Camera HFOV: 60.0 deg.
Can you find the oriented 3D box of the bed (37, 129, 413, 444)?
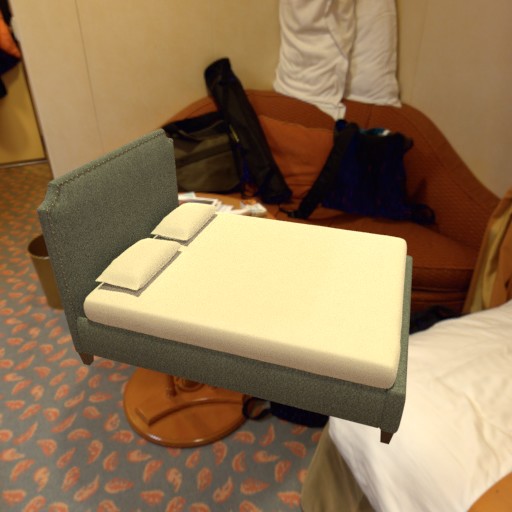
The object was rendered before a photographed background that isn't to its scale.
[{"bbox_3d":[0.000,0.000,3.416,2.372,1.443,1.712,9,31,16],"label":"bed"}]
